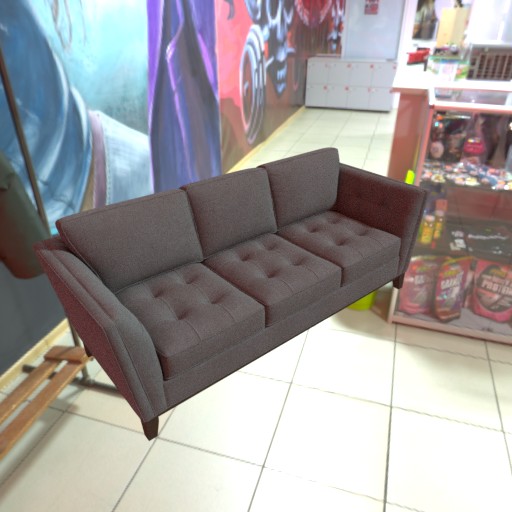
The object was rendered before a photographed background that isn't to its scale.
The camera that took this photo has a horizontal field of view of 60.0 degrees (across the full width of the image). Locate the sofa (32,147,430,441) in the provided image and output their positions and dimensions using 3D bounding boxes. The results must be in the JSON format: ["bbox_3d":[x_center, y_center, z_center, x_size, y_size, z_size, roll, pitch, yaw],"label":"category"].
[{"bbox_3d":[0.000,0.000,2.902,2.387,0.940,0.965,-22,37,-34],"label":"sofa"}]
